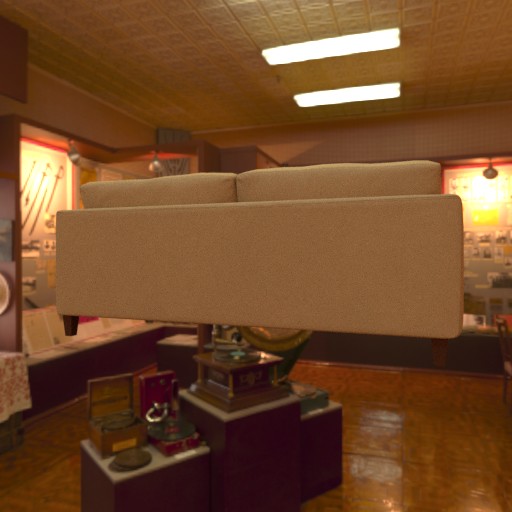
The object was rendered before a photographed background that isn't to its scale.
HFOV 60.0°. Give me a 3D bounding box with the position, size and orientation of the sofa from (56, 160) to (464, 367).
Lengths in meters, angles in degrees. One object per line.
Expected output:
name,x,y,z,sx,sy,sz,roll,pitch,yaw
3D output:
sofa,0.000,0.000,2.636,2.181,0.932,0.948,0,0,20
